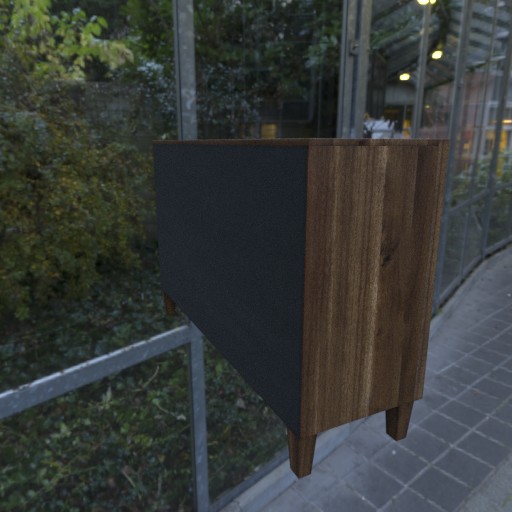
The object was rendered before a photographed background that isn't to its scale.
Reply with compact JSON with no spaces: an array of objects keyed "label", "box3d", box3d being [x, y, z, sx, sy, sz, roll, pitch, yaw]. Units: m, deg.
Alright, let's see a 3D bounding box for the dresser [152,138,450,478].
[{"label":"dresser","box3d":[0.000,0.000,1.761,0.438,0.892,1.387,-7,16,-26]}]
